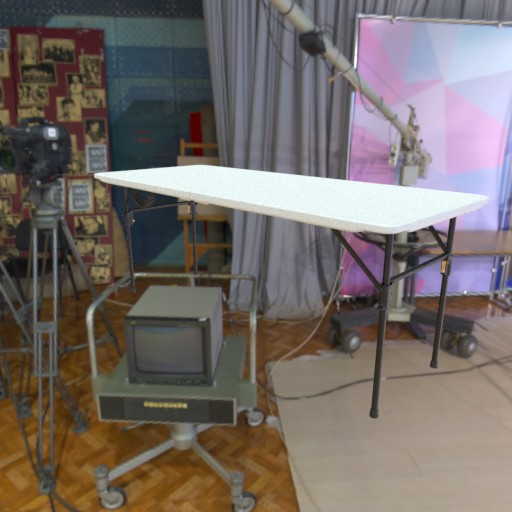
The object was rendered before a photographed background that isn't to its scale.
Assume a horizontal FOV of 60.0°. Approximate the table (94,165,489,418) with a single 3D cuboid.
[{"bbox_3d":[0.000,0.000,2.177,0.761,0.719,1.829,-16,23,-42],"label":"table"}]
